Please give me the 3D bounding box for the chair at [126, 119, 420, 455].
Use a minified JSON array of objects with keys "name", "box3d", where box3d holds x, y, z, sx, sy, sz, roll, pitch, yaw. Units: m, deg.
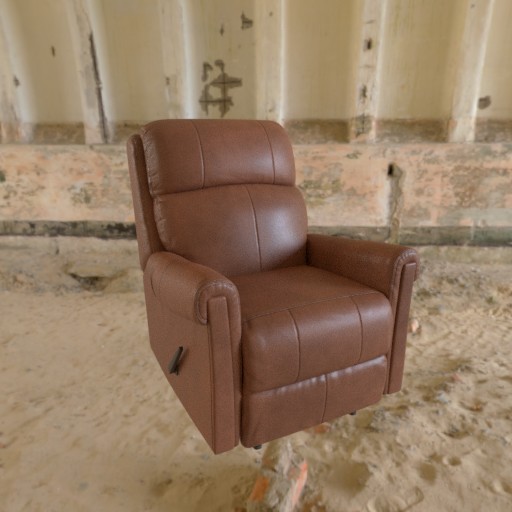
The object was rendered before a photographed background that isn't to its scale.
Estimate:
[{"name":"chair","box3d":[0.000,0.000,1.758,0.838,1.054,1.014,-8,17,-26]}]
